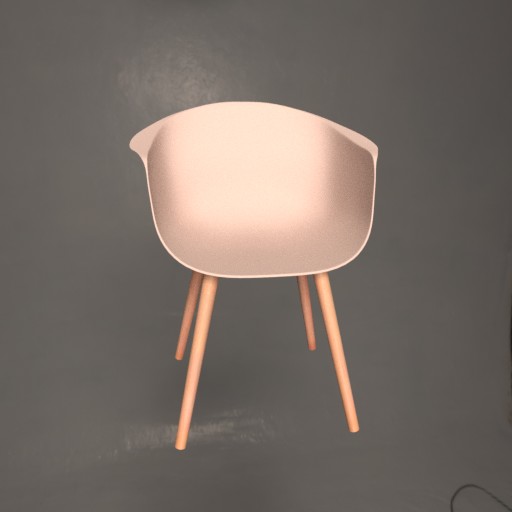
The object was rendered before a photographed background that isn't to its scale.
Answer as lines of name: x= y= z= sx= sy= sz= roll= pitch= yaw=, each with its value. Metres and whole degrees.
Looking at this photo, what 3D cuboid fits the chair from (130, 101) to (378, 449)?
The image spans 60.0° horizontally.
chair: x=0.000 y=0.000 z=1.149 sx=0.593 sy=0.781 sz=0.504 roll=-2 pitch=16 yaw=-8
